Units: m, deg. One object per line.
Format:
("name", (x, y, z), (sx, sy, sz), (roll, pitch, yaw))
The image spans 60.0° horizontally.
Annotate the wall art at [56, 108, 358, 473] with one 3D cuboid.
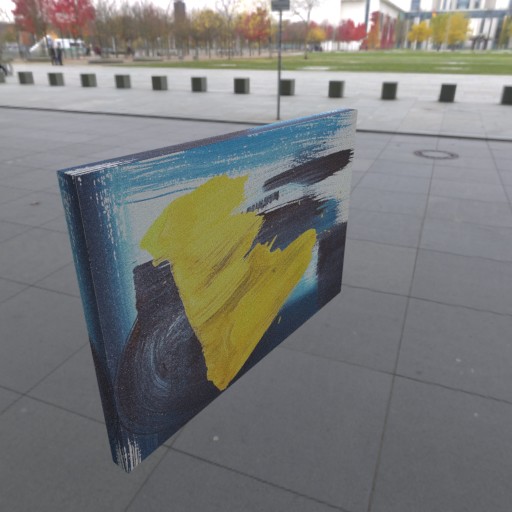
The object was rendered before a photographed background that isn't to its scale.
("wall art", (0.000, 0.000, 0.733), (0.033, 0.406, 0.609), (18, 31, 33))
